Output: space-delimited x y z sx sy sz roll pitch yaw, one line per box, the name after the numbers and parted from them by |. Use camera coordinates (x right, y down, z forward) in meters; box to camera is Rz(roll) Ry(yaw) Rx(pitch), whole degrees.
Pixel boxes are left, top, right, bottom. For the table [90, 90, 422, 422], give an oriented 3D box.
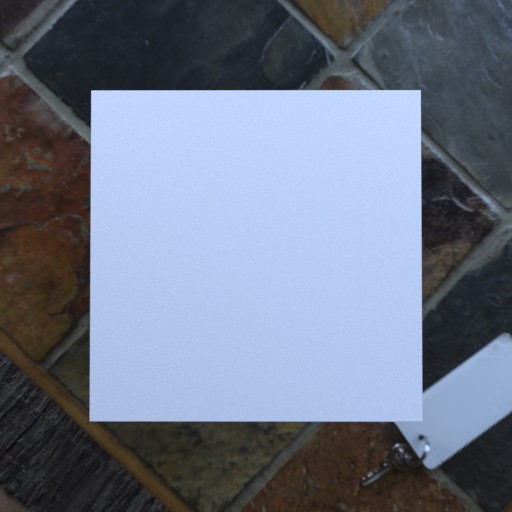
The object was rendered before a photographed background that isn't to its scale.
0.000 0.000 1.343 0.890 0.305 0.890 0 89 0 | table
